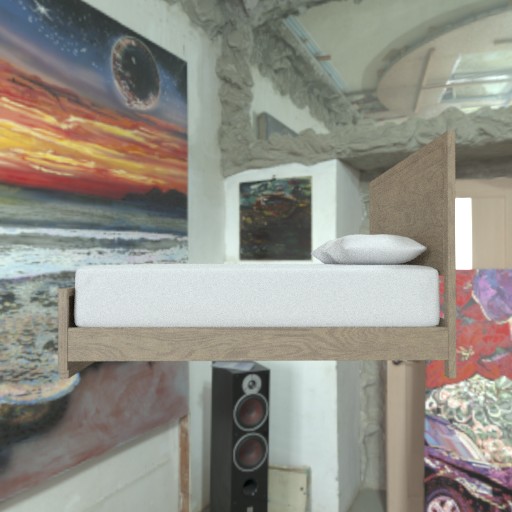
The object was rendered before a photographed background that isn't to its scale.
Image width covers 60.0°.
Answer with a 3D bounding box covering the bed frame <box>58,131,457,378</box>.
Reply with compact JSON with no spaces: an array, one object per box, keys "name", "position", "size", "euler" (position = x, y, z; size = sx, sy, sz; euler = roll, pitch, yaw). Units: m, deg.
[{"name":"bed frame","position":[0.000,0.000,3.241],"size":[2.189,1.369,1.606],"euler":[0,-1,-1]}]
